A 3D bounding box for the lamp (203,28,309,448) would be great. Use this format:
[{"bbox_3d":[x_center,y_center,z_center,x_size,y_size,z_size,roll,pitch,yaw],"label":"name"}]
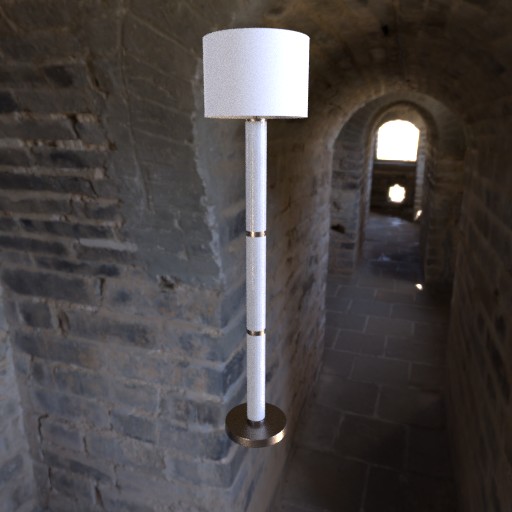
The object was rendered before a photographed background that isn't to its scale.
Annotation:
[{"bbox_3d":[0.000,0.000,1.782,0.377,1.599,0.377,-8,18,-26],"label":"lamp"}]
